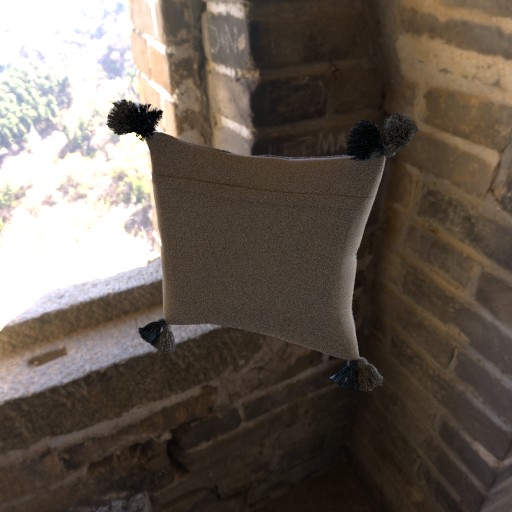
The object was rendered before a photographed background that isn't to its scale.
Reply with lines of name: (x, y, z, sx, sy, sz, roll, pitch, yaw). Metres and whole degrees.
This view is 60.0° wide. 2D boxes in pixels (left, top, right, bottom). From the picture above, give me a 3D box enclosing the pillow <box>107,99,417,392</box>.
pillow: (0.000, 0.000, 0.939, 0.614, 0.634, 0.138, 9, 32, 16)
